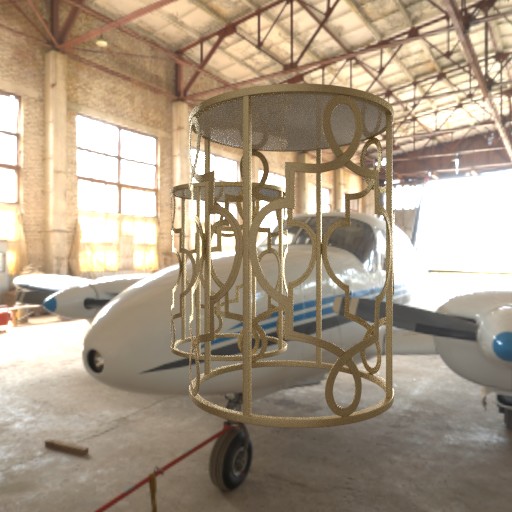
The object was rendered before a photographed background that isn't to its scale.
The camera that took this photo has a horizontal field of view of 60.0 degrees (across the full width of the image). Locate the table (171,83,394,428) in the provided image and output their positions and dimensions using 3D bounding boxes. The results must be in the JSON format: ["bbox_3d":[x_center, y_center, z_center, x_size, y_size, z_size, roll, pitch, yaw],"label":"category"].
[{"bbox_3d":[0.000,0.000,1.136,0.420,0.564,0.846,0,0,-20],"label":"table"}]
